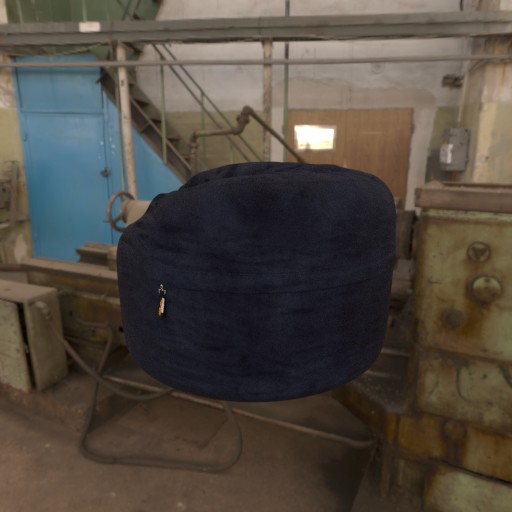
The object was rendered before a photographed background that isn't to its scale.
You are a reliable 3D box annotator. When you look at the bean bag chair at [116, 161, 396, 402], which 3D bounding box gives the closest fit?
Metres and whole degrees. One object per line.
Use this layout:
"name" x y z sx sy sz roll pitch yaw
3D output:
"bean bag chair" 0.000 0.000 1.522 0.918 0.616 0.918 0 14 0
